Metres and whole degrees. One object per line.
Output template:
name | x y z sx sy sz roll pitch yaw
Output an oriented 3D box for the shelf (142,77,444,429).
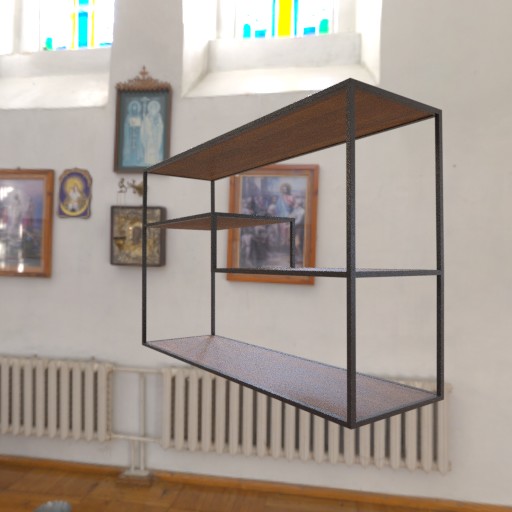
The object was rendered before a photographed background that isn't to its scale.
shelf | 0.000 0.000 1.552 0.361 0.765 1.201 1 -1 -36
